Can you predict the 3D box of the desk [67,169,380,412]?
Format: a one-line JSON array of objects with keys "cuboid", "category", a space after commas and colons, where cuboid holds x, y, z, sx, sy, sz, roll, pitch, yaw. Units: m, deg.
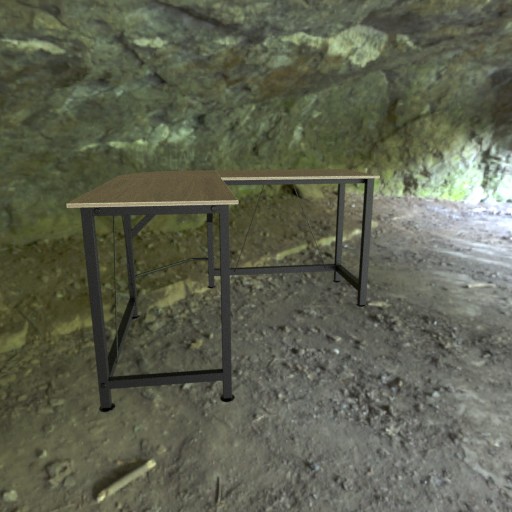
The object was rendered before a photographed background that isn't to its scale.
[{"cuboid": [0.000, 0.000, 2.252, 1.400, 0.762, 1.400, -2, 15, -8], "category": "desk"}]
